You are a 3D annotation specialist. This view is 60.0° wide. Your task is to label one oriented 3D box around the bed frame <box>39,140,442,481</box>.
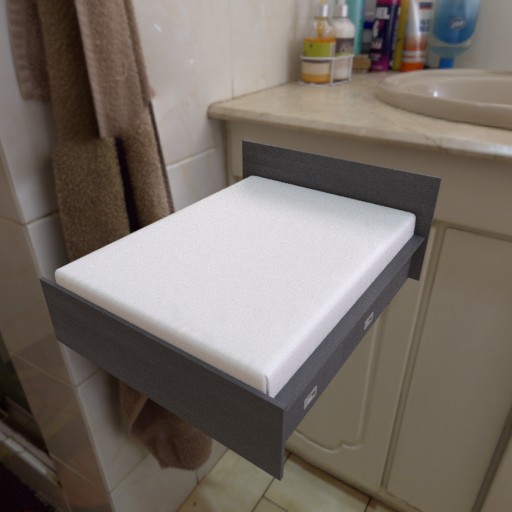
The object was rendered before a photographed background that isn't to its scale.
[{"bbox_3d":[0.000,0.000,2.823,1.622,0.800,1.960,19,35,30],"label":"bed frame"}]
